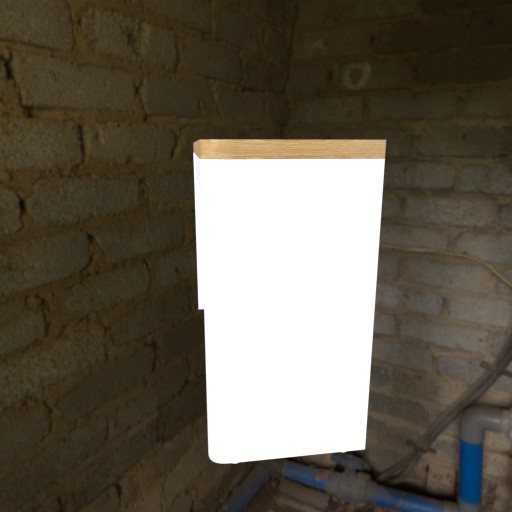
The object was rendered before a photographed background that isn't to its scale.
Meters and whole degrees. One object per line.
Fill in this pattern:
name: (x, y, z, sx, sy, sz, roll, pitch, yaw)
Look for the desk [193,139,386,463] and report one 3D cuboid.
desk: (0.000, 0.000, 1.525, 0.390, 0.760, 1.100, -2, 14, -8)
